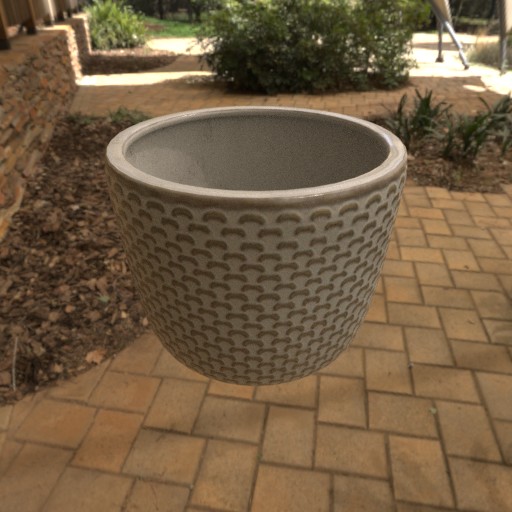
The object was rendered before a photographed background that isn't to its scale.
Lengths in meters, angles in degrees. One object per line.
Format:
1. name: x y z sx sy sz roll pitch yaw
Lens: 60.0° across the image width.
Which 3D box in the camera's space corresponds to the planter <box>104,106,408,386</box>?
1. planter: 0.000 0.000 0.300 0.173 0.160 0.173 0 31 0
